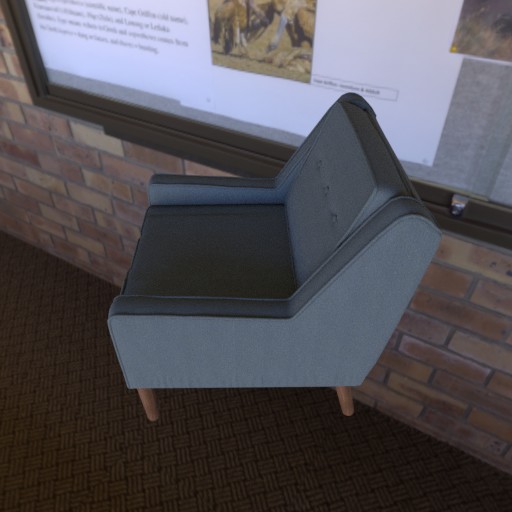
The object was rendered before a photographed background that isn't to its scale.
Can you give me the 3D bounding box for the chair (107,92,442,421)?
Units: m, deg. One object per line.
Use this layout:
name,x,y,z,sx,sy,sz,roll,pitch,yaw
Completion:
chair,0.000,0.000,1.332,0.733,0.780,0.663,-1,41,-1
